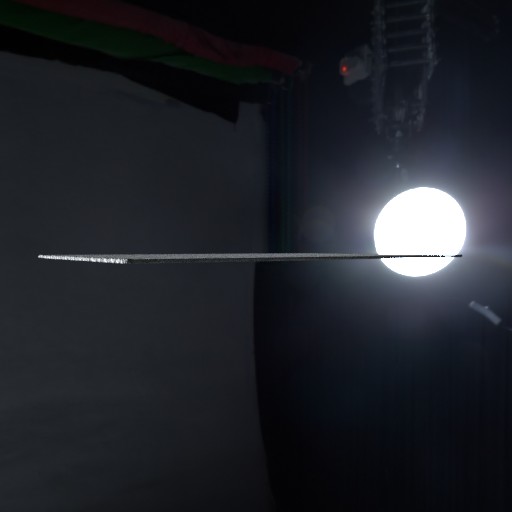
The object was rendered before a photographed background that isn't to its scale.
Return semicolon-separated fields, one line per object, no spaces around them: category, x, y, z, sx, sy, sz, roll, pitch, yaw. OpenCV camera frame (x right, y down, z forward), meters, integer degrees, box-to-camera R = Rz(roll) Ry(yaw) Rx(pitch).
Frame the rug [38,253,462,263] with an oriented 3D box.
rug;0.000;0.000;2.286;1.832;0.016;1.224;-1;1;-37
